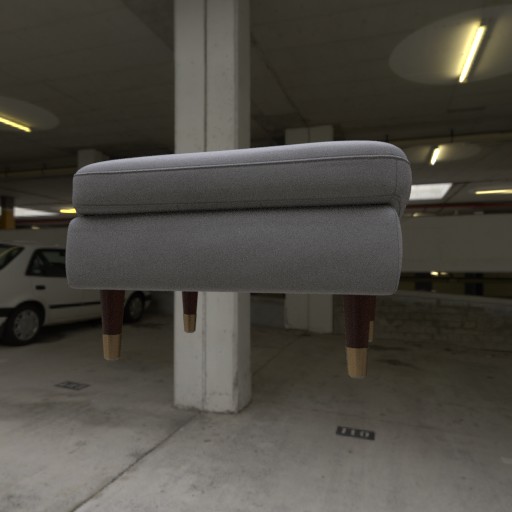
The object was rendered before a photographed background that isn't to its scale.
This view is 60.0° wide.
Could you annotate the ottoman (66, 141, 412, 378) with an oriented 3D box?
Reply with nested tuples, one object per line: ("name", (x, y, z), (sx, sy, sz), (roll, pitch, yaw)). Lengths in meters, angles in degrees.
("ottoman", (0.000, 0.000, 1.132), (0.747, 0.478, 0.593), (0, -1, 17))
